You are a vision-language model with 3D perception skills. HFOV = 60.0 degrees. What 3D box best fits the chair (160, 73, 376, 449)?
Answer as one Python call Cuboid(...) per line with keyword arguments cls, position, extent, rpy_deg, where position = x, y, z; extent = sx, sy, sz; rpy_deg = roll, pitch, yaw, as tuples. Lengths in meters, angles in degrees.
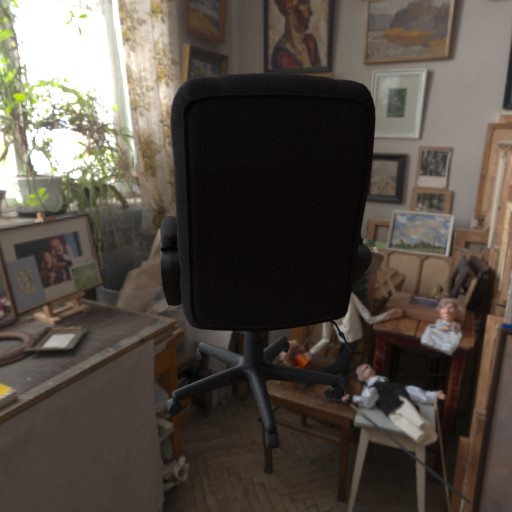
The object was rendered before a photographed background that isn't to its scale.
Cuboid(cls="chair", position=(0.000, 0.000, 1.536), extent=(0.667, 1.105, 0.724), rpy_deg=(-3, 16, -10))
